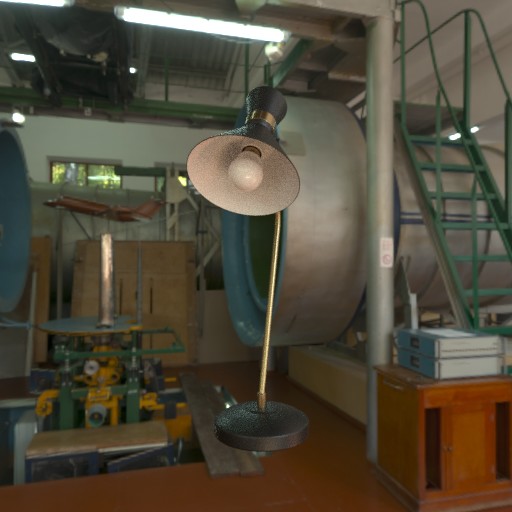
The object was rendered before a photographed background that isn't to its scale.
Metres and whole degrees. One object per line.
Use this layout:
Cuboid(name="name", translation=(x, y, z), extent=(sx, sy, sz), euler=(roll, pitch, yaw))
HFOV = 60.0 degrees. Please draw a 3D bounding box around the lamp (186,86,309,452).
Cuboid(name="lamp", translation=(0.000, 0.000, 0.788), extent=(0.189, 0.647, 0.292), euler=(0, -1, 19))
